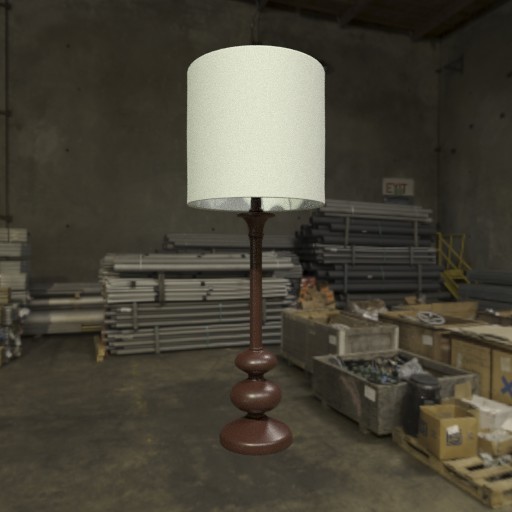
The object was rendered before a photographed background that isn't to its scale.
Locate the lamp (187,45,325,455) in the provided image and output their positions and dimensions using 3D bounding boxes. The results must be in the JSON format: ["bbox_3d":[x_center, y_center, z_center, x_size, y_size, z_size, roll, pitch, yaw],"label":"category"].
[{"bbox_3d":[0.000,0.000,0.828,0.254,0.690,0.254,0,0,-19],"label":"lamp"}]
